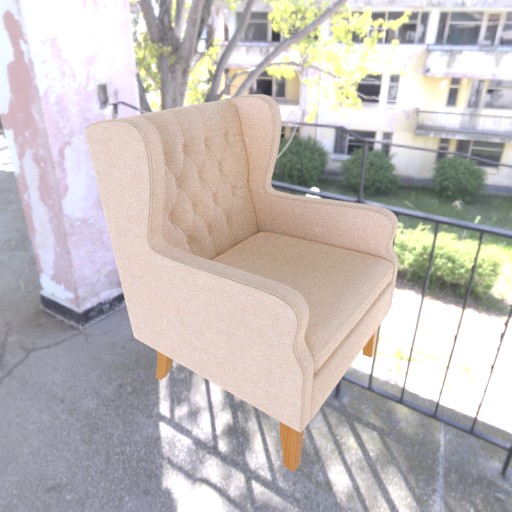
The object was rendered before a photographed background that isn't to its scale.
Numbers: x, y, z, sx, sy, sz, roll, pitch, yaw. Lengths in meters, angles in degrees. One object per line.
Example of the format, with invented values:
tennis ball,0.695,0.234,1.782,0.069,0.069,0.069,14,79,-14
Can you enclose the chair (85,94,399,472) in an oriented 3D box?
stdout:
chair,0.000,0.000,1.472,0.760,0.930,0.710,17,31,30
